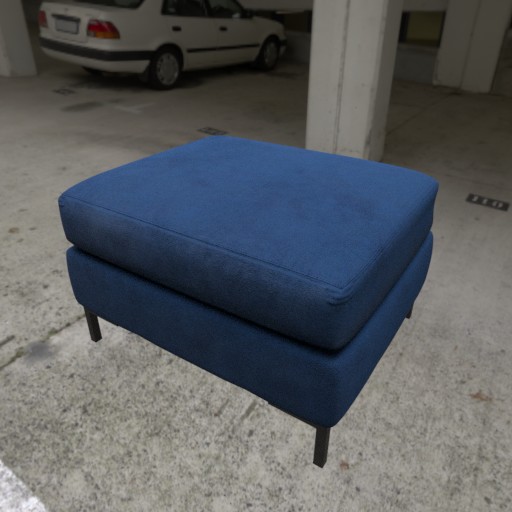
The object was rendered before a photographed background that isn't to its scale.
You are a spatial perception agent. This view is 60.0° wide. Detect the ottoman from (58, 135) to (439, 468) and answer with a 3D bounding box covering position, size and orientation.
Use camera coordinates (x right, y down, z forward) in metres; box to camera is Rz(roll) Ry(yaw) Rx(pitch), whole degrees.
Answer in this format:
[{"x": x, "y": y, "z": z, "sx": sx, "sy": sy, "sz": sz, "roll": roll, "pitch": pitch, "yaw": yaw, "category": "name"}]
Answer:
[{"x": 0.000, "y": 0.000, "z": 1.195, "sx": 0.794, "sy": 0.485, "sz": 0.655, "roll": 18, "pitch": 35, "yaw": 29, "category": "ottoman"}]
